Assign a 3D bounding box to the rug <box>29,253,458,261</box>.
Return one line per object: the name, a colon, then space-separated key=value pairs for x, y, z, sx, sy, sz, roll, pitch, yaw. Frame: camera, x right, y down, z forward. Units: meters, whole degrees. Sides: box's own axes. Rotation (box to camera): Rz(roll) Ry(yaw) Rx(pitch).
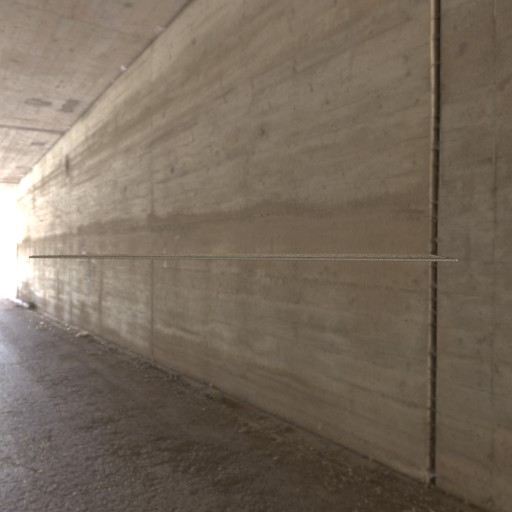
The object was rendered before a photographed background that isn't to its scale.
rug: x=0.000 y=0.000 z=3.514 sx=2.746 sy=0.018 sz=1.819 roll=0 pitch=1 yaw=19
